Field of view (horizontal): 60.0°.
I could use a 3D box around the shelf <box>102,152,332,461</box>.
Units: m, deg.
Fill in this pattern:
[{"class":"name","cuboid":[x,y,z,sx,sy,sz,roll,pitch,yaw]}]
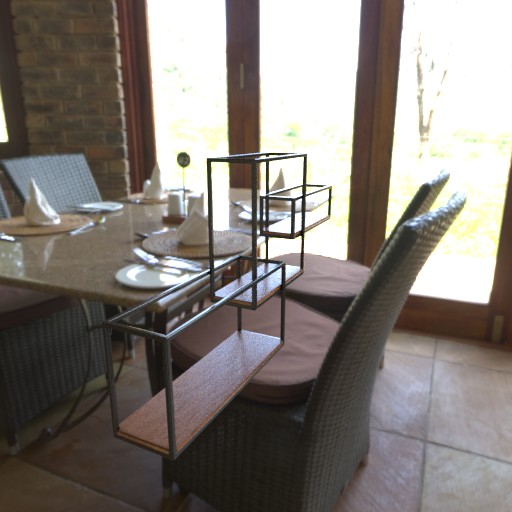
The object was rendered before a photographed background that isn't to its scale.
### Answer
[{"class":"shelf","cuboid":[0.000,0.000,2.201,0.275,0.972,1.781,8,17,26]}]
